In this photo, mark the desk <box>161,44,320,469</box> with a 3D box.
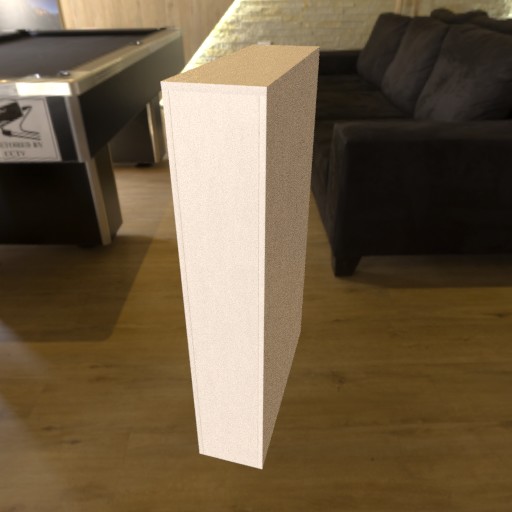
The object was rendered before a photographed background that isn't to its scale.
[{"bbox_3d":[0.000,0.000,1.569,0.250,1.280,0.750,8,32,13],"label":"desk"}]
